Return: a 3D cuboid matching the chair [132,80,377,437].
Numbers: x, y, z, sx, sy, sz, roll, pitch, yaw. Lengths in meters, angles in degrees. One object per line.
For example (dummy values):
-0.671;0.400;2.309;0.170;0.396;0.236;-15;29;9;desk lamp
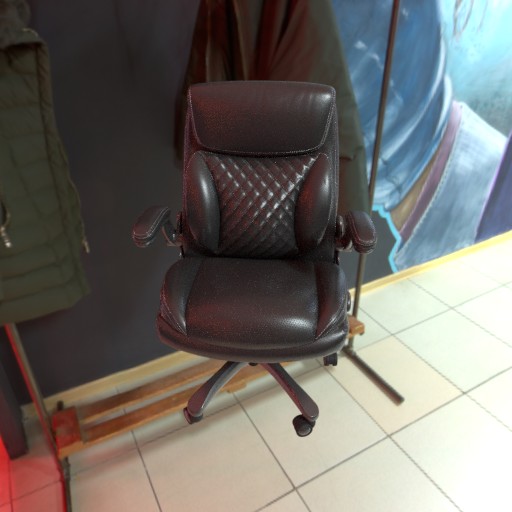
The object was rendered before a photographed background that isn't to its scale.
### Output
0.000;0.000;1.620;0.782;1.110;0.724;2;31;3;chair
